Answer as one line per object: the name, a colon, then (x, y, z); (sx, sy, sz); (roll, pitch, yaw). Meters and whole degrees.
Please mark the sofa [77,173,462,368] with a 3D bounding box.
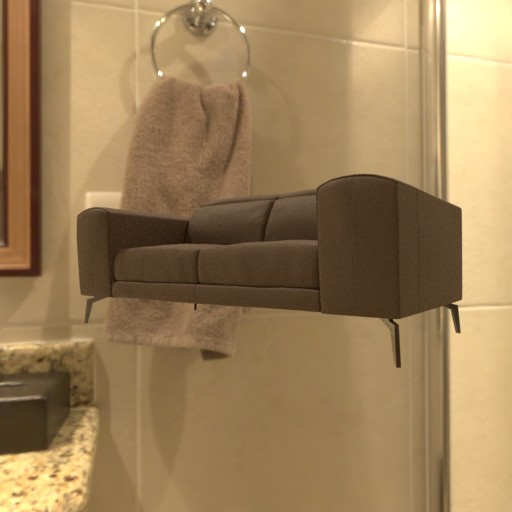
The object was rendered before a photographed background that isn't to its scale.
sofa: (0.000, 0.000, 2.391); (1.895, 0.779, 1.003); (-1, -1, 36)
